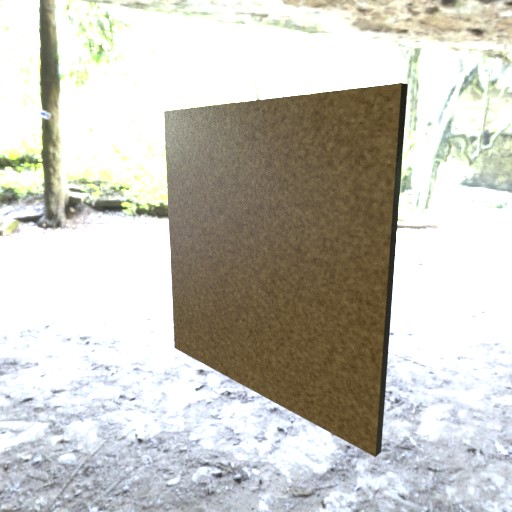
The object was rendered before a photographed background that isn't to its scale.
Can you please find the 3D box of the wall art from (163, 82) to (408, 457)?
[{"bbox_3d":[0.000,0.000,0.668,0.014,0.445,0.446,-13,18,-43],"label":"wall art"}]
